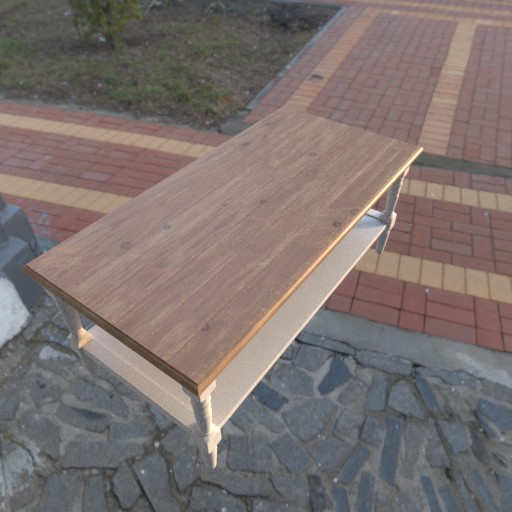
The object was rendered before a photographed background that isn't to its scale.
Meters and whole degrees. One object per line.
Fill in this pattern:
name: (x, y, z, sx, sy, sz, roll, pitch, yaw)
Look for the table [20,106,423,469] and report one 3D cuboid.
table: (0.000, 0.000, 1.400, 0.559, 0.458, 1.118, 26, 48, 26)
